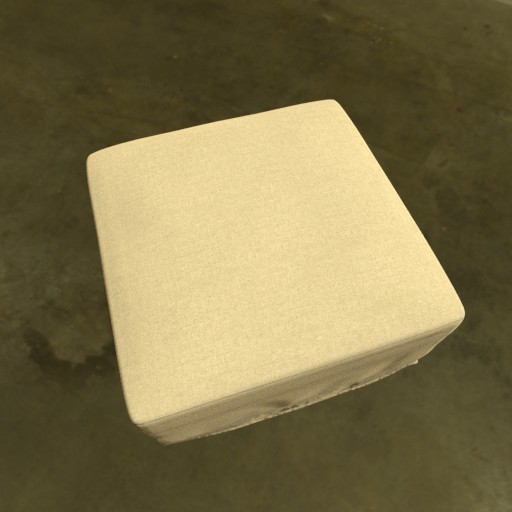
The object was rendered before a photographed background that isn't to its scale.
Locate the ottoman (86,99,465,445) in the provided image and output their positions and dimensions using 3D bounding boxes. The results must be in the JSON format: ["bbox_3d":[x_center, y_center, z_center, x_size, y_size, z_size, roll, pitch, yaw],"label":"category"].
[{"bbox_3d":[0.000,0.000,1.335,0.840,0.436,0.843,-15,60,-9],"label":"ottoman"}]
